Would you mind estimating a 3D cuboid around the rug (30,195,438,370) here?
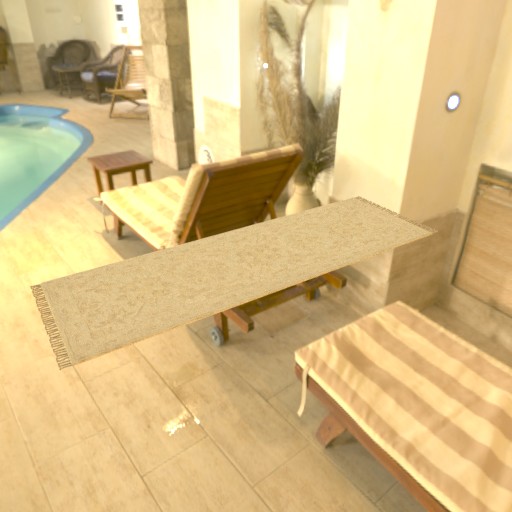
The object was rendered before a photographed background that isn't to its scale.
[{"bbox_3d":[0.000,0.000,2.827,2.544,0.015,0.795,-17,34,-28],"label":"rug"}]
